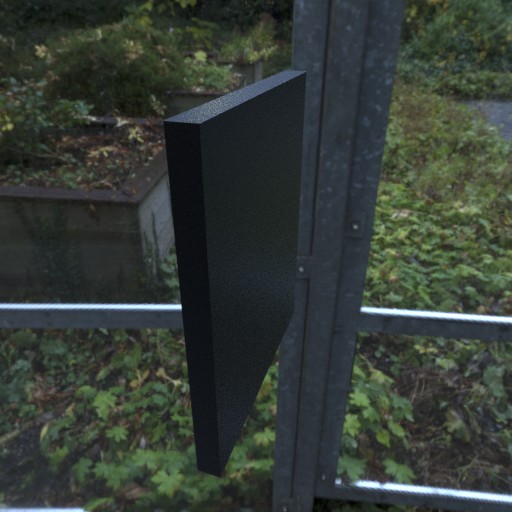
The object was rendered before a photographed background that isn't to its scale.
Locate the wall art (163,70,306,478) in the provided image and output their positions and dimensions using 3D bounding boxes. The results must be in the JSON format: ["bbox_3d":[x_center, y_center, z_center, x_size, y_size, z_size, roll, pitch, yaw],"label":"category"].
[{"bbox_3d":[0.000,0.000,0.533,0.028,0.380,0.325,9,30,16],"label":"wall art"}]
